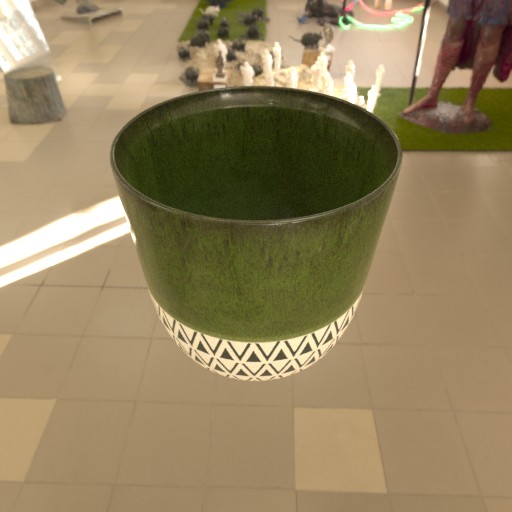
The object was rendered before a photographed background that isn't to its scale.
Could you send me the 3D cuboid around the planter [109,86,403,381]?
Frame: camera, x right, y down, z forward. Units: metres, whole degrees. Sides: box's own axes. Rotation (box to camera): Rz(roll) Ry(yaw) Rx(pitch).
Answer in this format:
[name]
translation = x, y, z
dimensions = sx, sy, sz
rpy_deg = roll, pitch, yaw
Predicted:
[planter]
translation = 0.000, 0.000, 0.469
dimensions = 0.245, 0.270, 0.245
rpy_deg = 0, 41, 0
